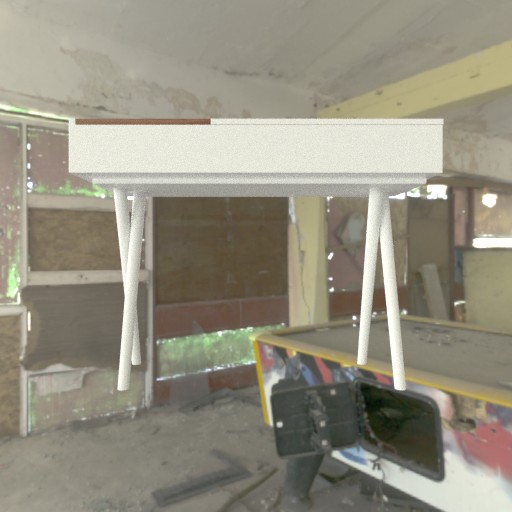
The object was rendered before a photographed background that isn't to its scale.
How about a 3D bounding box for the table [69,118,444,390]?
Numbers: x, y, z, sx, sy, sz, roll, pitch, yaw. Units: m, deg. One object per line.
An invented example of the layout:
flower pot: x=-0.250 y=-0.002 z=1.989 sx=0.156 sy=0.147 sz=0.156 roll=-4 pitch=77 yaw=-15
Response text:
table: x=0.000 y=0.000 z=1.470 sx=1.066 sy=0.785 sz=0.418 roll=0 pitch=0 yaw=0
